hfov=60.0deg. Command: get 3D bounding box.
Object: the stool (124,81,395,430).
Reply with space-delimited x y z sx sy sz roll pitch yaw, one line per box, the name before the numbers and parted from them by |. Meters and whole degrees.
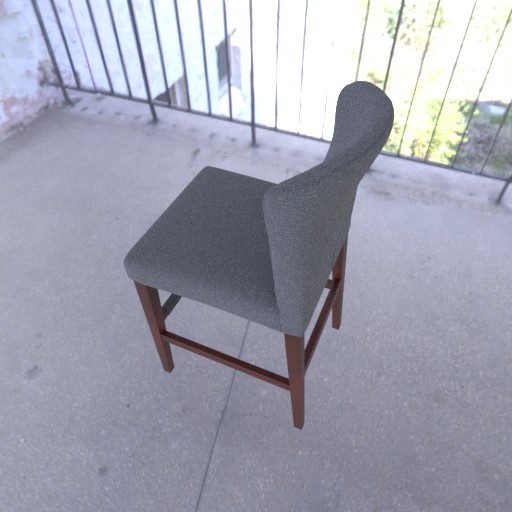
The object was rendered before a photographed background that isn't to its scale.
stool | 0.000 0.000 1.270 0.568 0.968 0.479 18 49 16
